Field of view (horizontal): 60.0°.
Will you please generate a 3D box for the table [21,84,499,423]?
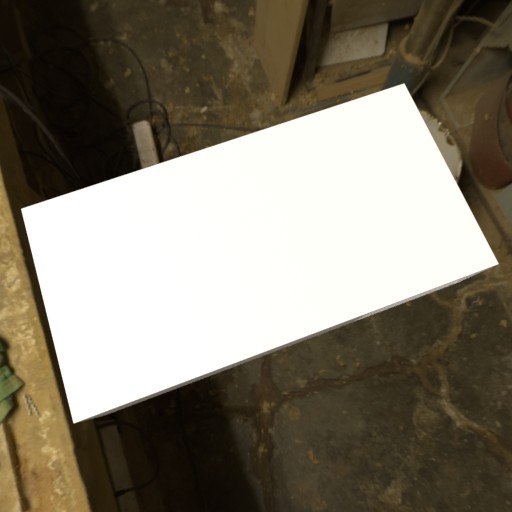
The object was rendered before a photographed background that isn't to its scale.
[{"bbox_3d":[0.000,0.000,1.443,1.194,0.432,0.609,-19,76,-5],"label":"table"}]
